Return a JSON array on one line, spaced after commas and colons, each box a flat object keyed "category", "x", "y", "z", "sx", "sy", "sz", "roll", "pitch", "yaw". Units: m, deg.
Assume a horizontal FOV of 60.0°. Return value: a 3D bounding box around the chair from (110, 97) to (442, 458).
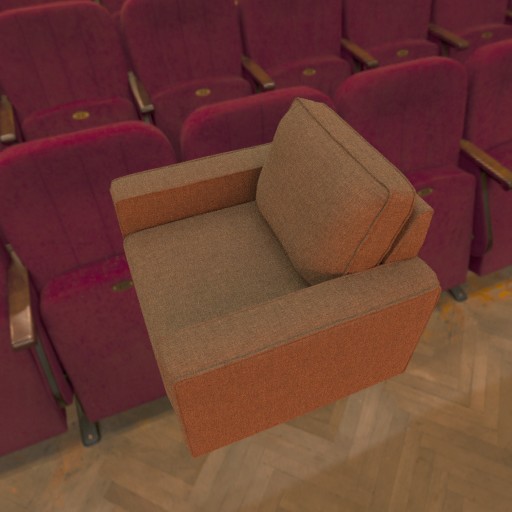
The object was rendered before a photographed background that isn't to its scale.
[{"category": "chair", "x": 0.000, "y": 0.000, "z": 1.729, "sx": 0.940, "sy": 0.914, "sz": 1.016, "roll": -17, "pitch": 48, "yaw": -15}]
